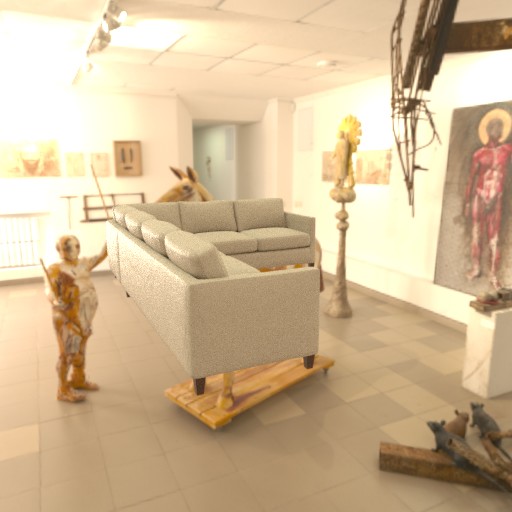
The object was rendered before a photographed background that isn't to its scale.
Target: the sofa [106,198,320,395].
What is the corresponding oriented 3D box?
[{"bbox_3d":[0.000,0.000,4.563,2.522,0.934,3.333,-6,13,-26],"label":"sofa"}]
